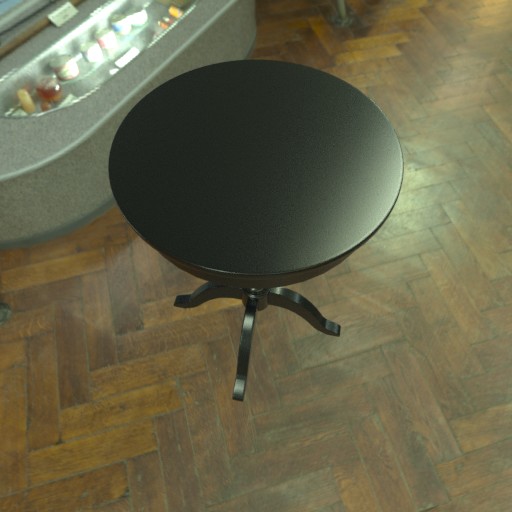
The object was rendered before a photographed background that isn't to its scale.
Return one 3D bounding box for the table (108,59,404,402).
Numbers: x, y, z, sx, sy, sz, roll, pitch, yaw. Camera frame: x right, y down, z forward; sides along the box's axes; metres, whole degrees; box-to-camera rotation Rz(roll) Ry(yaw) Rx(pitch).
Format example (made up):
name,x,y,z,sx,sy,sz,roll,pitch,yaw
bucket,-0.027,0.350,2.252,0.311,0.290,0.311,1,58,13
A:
name,x,y,z,sx,sy,sz,roll,pitch,yaw
table,0.000,0.000,1.004,0.481,0.665,0.481,0,58,0
